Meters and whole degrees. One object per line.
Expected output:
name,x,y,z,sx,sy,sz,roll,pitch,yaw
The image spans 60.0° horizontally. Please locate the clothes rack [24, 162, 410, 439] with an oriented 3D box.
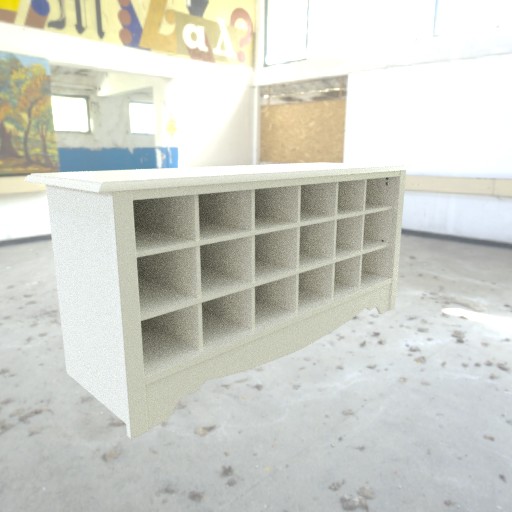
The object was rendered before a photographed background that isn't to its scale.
clothes rack,0.000,0.000,1.437,1.218,0.558,0.405,-13,19,-43
